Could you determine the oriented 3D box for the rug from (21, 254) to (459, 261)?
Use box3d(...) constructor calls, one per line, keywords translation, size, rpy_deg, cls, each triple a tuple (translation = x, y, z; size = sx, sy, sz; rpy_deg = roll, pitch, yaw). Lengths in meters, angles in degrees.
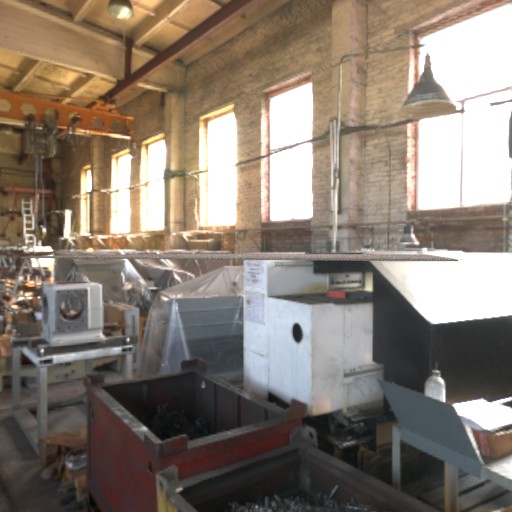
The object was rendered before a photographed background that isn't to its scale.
box3d(translation=(0.000, 0.000, 2.876), size=(2.214, 0.013, 1.609), rpy_deg=(0, 1, 17), cls="rug")
